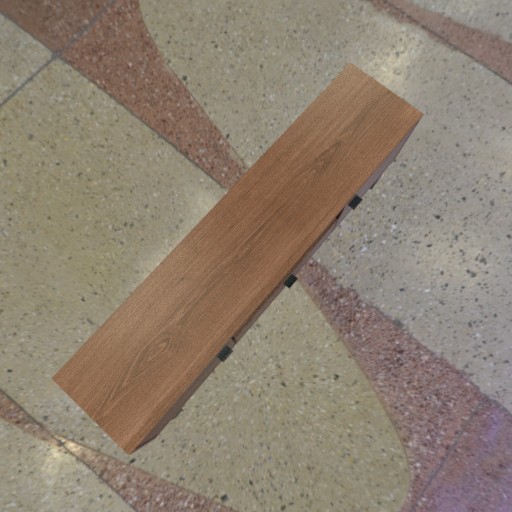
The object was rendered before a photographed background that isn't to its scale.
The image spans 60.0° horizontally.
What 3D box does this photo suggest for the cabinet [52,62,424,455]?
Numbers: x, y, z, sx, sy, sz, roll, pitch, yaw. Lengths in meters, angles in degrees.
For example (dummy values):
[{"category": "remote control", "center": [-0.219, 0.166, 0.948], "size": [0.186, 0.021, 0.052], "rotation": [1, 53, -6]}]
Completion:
[{"category": "cabinet", "center": [0.000, 0.000, 1.864], "size": [0.400, 0.500, 1.650], "rotation": [40, 78, 10]}]
